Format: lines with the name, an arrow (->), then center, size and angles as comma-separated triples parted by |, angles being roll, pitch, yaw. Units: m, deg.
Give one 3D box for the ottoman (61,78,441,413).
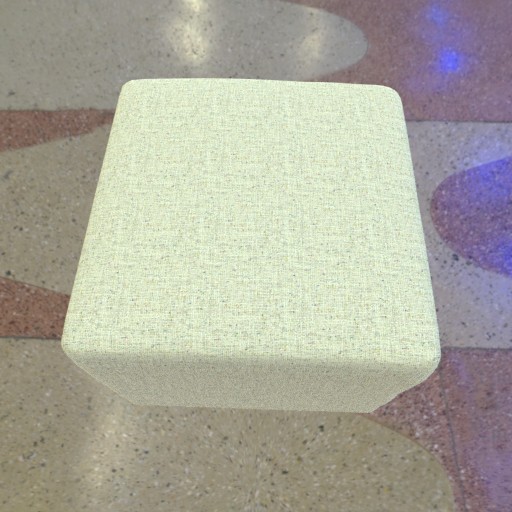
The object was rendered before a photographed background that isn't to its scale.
ottoman -> 0.000, 0.000, 0.856 | 0.512, 0.453, 0.521 | 2, 63, 1
